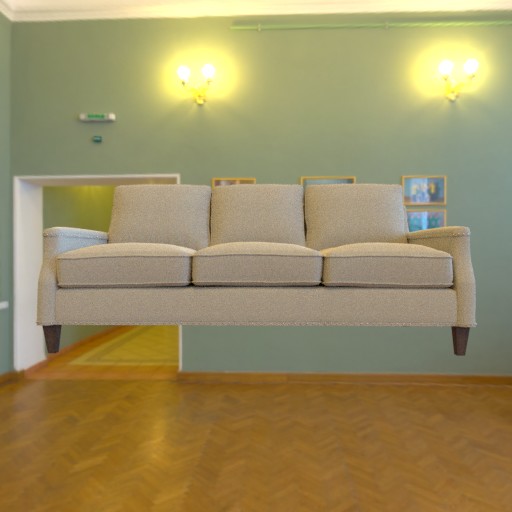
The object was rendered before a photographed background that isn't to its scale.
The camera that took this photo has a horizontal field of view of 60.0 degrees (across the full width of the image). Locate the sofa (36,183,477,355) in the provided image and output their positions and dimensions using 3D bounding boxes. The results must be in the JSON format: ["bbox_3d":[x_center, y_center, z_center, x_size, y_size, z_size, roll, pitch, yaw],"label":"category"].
[{"bbox_3d":[0.000,0.000,2.761,2.246,1.003,1.084,0,0,1],"label":"sofa"}]
